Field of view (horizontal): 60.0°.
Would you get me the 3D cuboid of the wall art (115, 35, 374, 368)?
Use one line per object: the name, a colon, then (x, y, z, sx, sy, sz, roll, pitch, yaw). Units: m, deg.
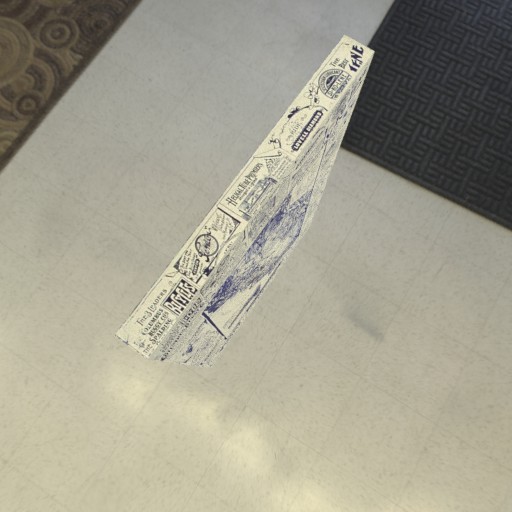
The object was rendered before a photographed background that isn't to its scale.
wall art: (0.000, 0.000, 0.744, 0.040, 0.601, 0.408, 34, 78, 8)
